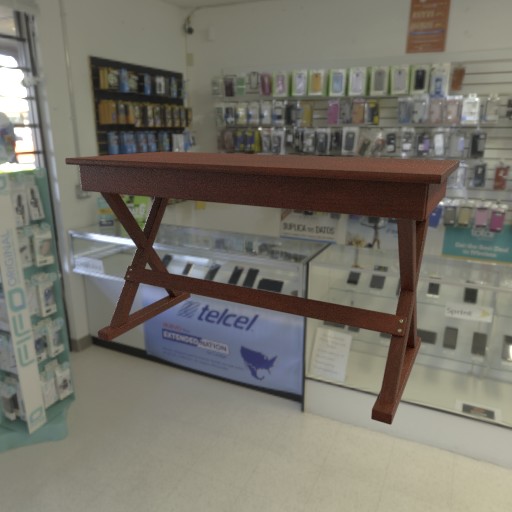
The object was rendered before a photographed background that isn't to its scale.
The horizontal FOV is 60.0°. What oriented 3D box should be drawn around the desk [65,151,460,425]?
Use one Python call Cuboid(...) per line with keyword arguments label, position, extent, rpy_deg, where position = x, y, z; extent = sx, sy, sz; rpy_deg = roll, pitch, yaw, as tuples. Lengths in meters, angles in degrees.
Cuboid(label="desk", position=(0.000, 0.000, 1.781), extent=(1.372, 0.761, 0.600), rpy_deg=(8, 18, 27))
